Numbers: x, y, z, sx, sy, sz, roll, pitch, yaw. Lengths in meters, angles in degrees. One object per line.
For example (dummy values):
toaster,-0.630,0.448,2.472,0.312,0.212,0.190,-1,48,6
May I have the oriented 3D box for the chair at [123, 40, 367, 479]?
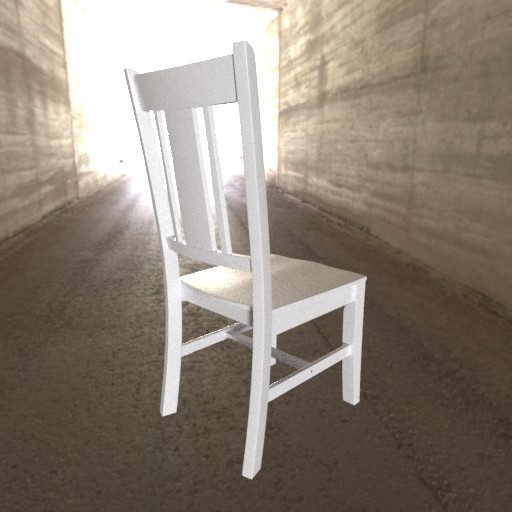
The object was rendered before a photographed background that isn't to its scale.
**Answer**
chair,0.000,0.000,1.272,0.450,0.998,0.555,14,20,43
